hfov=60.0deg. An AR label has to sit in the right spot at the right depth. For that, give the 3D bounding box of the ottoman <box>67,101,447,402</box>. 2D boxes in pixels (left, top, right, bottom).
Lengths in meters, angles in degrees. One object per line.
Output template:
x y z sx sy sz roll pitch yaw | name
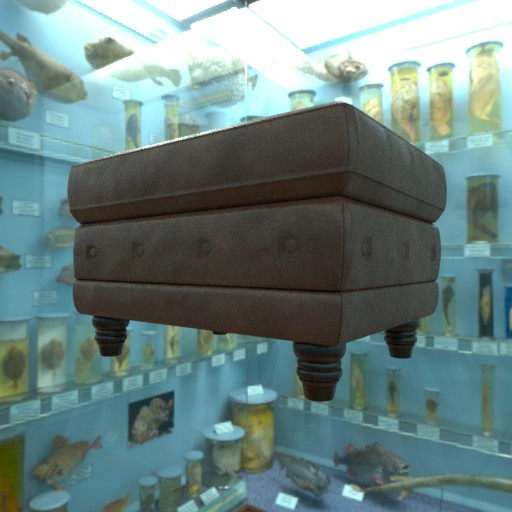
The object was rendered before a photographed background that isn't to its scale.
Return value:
0.000 0.000 1.131 0.795 0.509 0.588 -1 -1 37 | ottoman
